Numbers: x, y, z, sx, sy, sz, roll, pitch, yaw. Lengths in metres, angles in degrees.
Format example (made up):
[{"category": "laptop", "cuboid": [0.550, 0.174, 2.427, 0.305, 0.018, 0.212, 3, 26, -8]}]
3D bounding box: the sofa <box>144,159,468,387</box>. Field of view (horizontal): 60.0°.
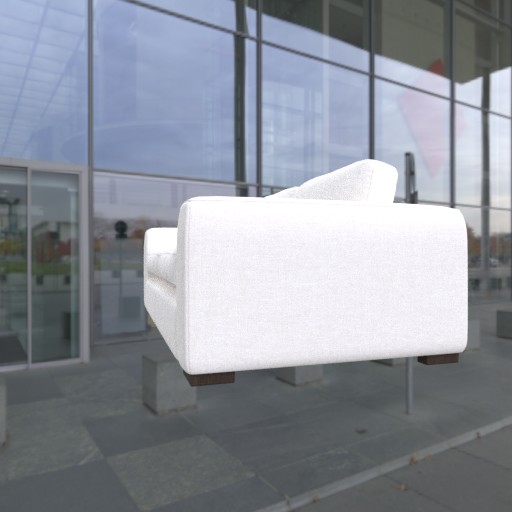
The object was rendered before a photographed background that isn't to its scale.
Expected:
[{"category": "sofa", "cuboid": [0.000, 0.000, 2.379, 1.069, 0.801, 1.920, 0, 0, -18]}]
